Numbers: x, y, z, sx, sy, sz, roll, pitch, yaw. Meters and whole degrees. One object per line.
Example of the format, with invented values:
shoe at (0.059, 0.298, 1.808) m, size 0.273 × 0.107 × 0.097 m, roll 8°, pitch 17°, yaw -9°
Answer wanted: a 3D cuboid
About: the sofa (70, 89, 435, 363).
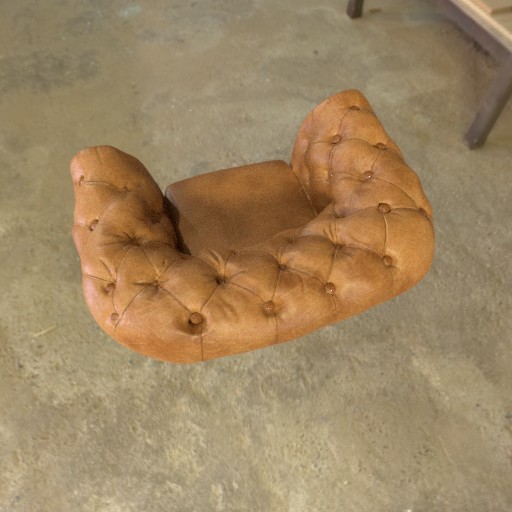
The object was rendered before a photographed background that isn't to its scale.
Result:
sofa at (0.000, 0.000, 2.028) m, size 1.405 × 0.878 × 1.033 m, roll -15°, pitch 59°, yaw -9°
